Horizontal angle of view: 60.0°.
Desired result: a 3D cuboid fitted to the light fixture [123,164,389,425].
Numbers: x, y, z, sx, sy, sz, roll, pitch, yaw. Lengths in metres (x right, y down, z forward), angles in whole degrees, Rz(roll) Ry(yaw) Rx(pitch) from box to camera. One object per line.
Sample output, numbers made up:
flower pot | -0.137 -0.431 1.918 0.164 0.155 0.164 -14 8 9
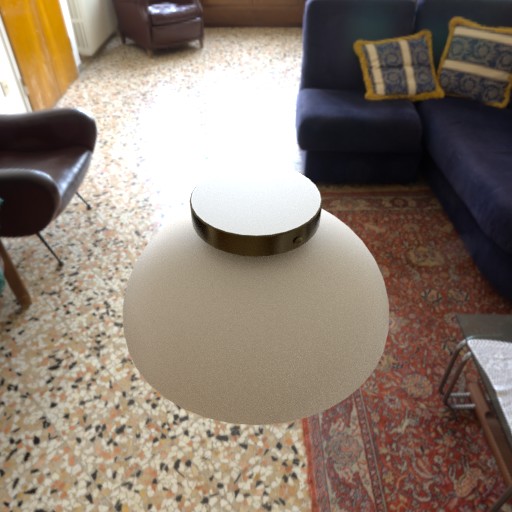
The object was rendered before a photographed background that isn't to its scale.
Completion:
light fixture | 0.000 0.000 0.555 0.355 0.177 0.355 0 40 0
